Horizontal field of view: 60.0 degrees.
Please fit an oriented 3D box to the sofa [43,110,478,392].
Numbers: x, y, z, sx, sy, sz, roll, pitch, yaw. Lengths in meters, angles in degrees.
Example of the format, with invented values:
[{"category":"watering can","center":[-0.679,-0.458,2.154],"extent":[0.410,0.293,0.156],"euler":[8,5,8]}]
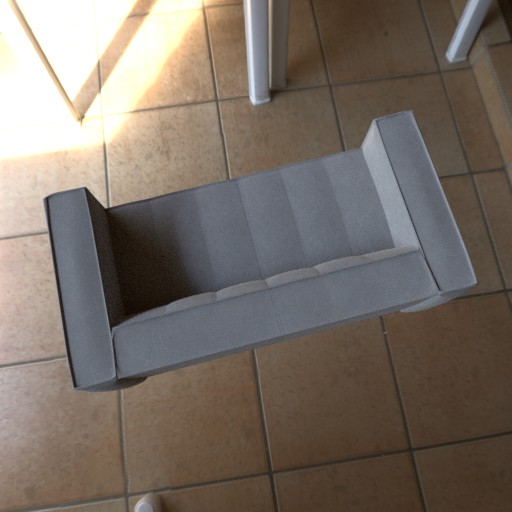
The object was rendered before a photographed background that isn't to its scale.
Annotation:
[{"category":"sofa","center":[0.000,0.000,2.485],"extent":[1.995,0.680,1.038],"euler":[-14,76,-4]}]
